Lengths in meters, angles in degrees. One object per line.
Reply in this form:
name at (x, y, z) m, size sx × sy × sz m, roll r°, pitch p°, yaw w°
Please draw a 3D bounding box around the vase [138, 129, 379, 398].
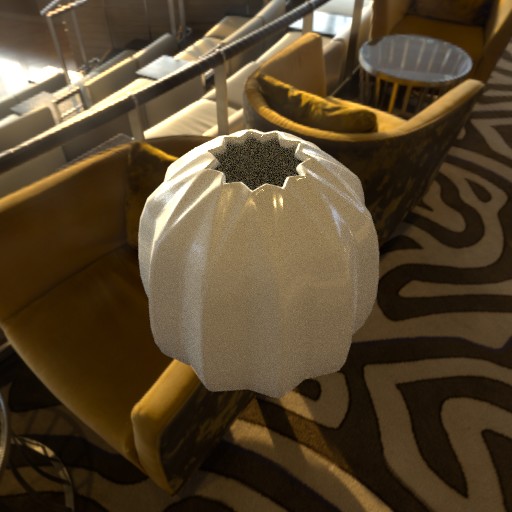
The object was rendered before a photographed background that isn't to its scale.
vase at (0.000, 0.000, 0.257) m, size 0.139 × 0.134 × 0.139 m, roll 0°, pitch 47°, yaw 0°
